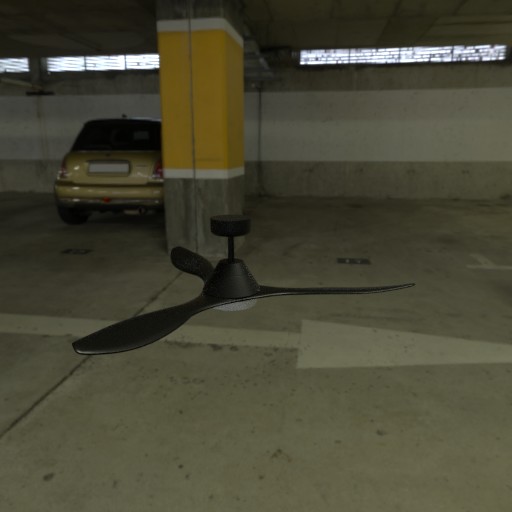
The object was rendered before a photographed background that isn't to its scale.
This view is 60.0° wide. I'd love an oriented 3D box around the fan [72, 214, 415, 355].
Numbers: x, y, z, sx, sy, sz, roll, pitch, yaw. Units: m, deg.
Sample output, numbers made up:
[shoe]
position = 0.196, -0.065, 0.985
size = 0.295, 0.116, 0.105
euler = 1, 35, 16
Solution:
[fan]
position = 0.000, 0.000, 1.614
size = 1.067, 0.305, 1.067
euler = -2, 14, -9
